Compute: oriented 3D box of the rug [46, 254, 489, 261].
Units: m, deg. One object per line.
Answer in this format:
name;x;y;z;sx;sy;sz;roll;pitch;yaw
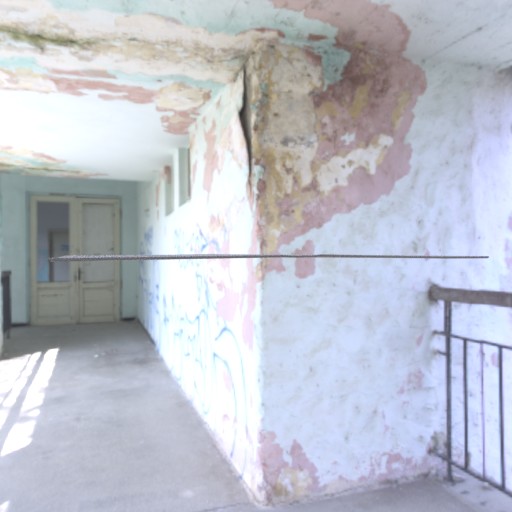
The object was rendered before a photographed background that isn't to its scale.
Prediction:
rug;0.000;0.000;2.214;1.789;0.021;1.159;0;0;-18
